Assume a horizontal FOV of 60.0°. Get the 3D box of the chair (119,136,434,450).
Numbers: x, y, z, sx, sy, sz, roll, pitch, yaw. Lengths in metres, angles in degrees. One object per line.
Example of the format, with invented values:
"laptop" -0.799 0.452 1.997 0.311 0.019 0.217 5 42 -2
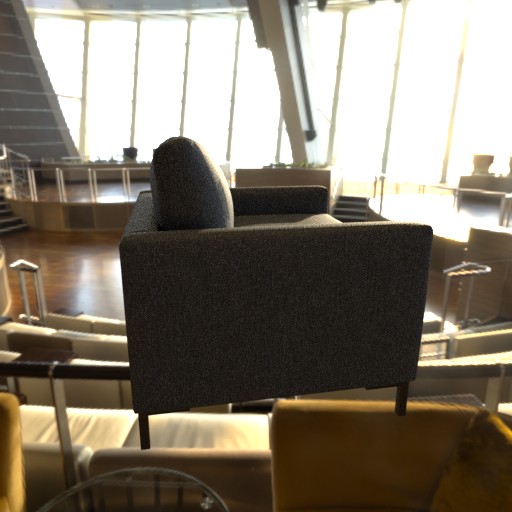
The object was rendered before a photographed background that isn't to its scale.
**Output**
"chair" 0.000 0.000 1.636 0.866 0.861 0.963 -3 16 -11
